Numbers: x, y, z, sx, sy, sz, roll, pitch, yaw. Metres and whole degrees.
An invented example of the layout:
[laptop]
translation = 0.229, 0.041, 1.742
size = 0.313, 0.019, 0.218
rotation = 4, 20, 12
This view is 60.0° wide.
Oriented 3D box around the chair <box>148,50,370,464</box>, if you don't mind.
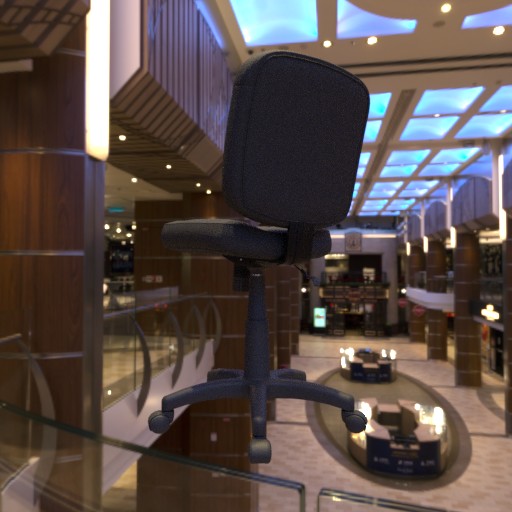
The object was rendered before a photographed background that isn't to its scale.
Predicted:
[chair]
translation = 0.000, 0.000, 1.329
size = 0.610, 0.972, 0.610
rotation = 1, -2, -36
